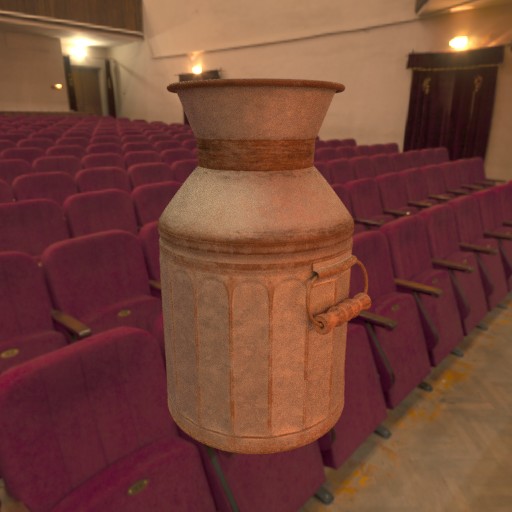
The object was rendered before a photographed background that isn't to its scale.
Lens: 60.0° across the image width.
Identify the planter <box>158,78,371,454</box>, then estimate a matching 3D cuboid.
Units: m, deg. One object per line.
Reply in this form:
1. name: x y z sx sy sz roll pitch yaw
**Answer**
1. planter: 0.000 0.000 0.498 0.248 0.358 0.215 15 23 40
